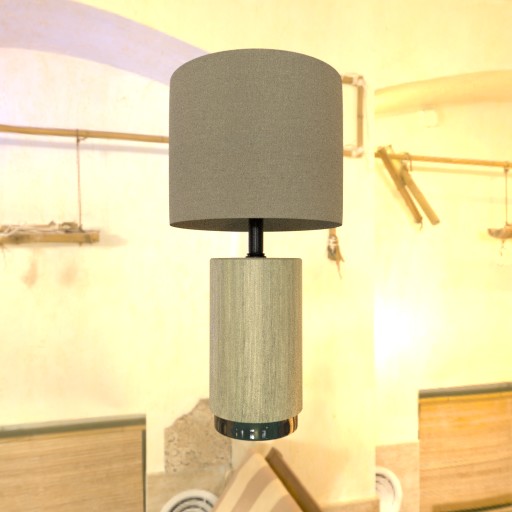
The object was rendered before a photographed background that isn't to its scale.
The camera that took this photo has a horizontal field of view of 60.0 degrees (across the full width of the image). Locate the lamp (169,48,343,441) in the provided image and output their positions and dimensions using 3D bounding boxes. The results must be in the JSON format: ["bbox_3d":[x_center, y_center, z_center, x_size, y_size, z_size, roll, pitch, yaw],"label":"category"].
[{"bbox_3d":[0.000,0.000,0.587,0.228,0.444,0.228,0,-1,-17],"label":"lamp"}]
